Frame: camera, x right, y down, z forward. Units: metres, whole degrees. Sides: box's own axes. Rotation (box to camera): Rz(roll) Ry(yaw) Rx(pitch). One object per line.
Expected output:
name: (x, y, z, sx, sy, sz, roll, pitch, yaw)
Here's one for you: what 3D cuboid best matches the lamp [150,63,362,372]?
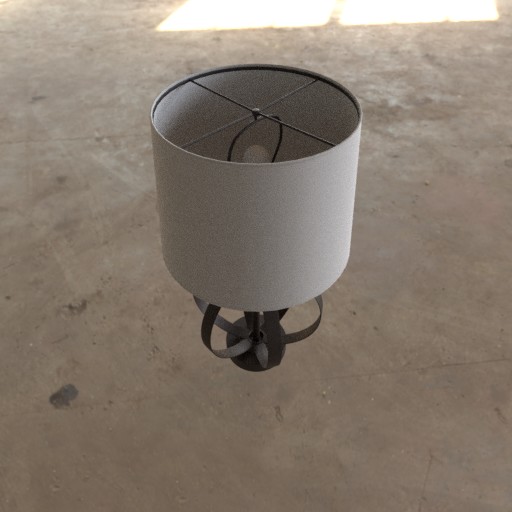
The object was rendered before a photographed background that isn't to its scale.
lamp: (0.000, 0.000, 0.711, 0.286, 0.510, 0.286, 0, 45, 0)
